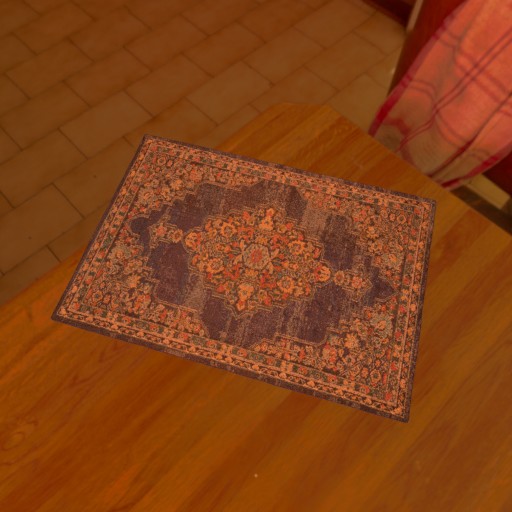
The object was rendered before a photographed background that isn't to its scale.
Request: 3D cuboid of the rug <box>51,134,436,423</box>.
[{"bbox_3d":[0.000,0.000,3.892,2.940,0.011,2.053,14,65,7],"label":"rug"}]
